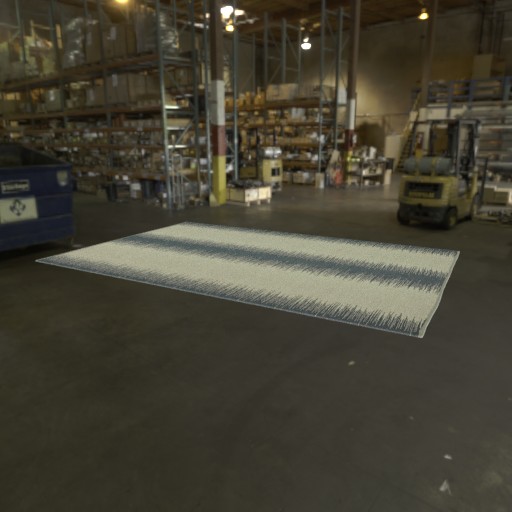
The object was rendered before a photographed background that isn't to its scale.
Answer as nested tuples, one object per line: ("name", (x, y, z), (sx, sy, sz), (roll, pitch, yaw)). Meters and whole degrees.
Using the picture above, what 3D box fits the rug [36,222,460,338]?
("rug", (0.000, 0.000, 2.310), (1.854, 0.006, 1.234), (8, 17, 28))
